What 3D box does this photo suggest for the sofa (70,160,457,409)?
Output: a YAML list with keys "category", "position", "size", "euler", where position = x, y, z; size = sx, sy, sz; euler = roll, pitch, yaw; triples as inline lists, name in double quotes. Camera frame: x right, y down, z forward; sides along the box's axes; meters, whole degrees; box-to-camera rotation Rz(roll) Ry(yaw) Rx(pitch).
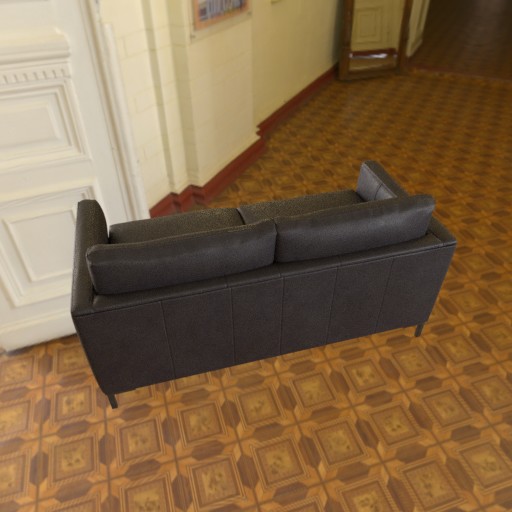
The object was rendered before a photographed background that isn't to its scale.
- category: "sofa"
  position: [0.000, 0.000, 2.385]
  size: [1.805, 0.883, 0.947]
  euler: [-12, 41, -14]
